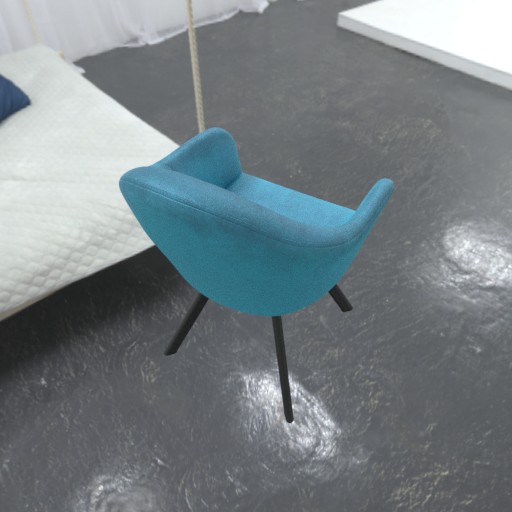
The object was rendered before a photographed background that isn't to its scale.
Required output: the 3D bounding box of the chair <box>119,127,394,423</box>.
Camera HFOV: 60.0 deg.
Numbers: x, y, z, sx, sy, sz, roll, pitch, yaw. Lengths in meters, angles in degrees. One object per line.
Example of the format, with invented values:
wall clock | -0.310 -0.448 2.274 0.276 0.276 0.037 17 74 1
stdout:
chair | 0.000 0.000 1.180 0.540 0.780 0.570 22 50 20
